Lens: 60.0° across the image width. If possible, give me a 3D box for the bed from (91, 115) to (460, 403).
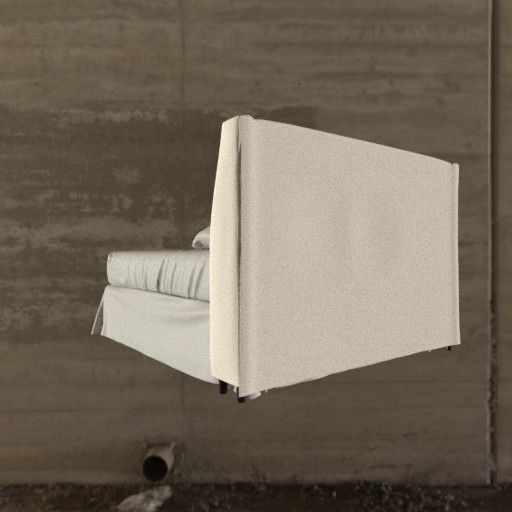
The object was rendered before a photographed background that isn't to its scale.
[{"bbox_3d":[0.000,0.000,3.447,1.925,1.332,2.276,0,1,-37],"label":"bed"}]
